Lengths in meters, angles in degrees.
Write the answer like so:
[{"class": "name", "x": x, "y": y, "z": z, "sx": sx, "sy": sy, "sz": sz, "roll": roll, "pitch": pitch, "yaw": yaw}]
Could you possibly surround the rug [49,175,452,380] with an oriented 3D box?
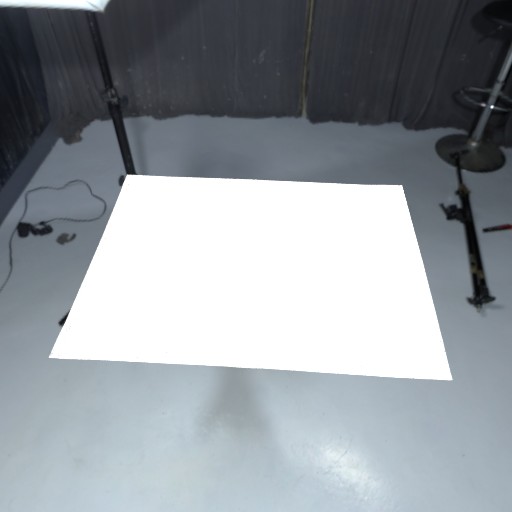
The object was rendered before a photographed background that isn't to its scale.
[{"class": "rug", "x": 0.000, "y": 0.000, "z": 5.083, "sx": 3.778, "sy": 0.053, "sz": 2.873, "roll": 3, "pitch": 47, "yaw": 3}]
